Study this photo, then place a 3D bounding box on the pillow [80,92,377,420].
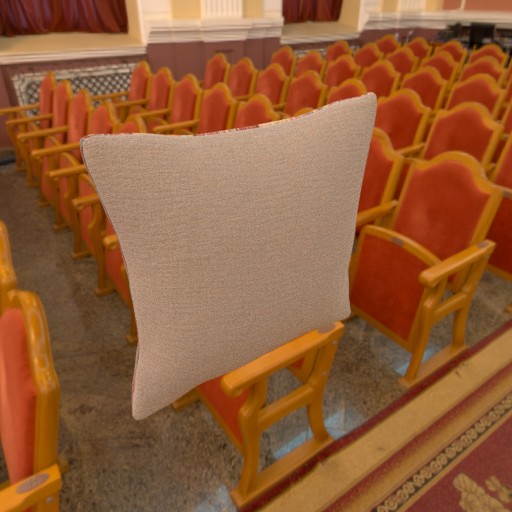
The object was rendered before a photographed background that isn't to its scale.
[{"bbox_3d":[0.000,0.000,0.652,0.437,0.419,0.136,-19,36,-29],"label":"pillow"}]
